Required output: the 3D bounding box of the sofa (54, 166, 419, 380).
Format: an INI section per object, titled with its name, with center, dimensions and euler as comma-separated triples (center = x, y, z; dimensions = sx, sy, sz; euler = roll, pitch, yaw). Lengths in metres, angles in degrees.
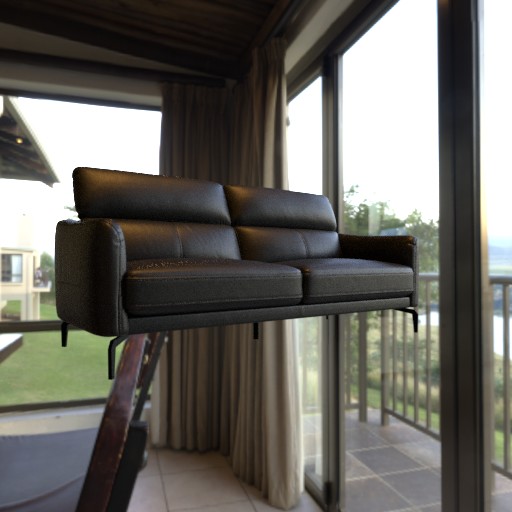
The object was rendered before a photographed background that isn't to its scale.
[sofa]
center = 0.000, 0.000, 2.560
dimensions = 2.069, 0.957, 0.856
euler = 1, -1, -35
